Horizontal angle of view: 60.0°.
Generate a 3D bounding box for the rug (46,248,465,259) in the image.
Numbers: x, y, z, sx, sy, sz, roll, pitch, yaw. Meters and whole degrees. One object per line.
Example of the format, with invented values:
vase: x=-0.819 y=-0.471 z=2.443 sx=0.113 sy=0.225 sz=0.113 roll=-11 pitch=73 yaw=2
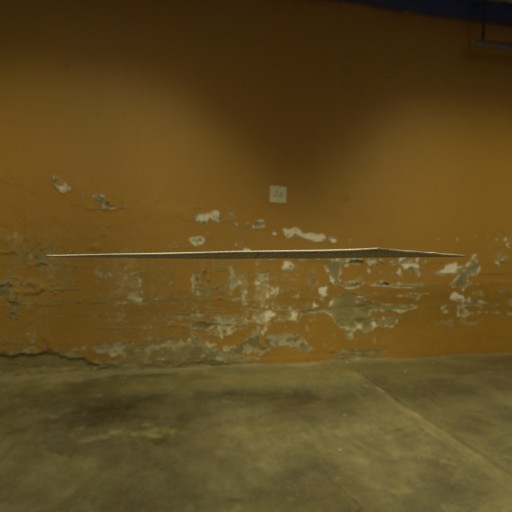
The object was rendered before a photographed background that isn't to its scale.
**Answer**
rug: x=0.000 y=0.000 z=4.380 sx=3.381 sy=0.026 sz=2.436 roll=-1 pitch=-1 yaw=35
